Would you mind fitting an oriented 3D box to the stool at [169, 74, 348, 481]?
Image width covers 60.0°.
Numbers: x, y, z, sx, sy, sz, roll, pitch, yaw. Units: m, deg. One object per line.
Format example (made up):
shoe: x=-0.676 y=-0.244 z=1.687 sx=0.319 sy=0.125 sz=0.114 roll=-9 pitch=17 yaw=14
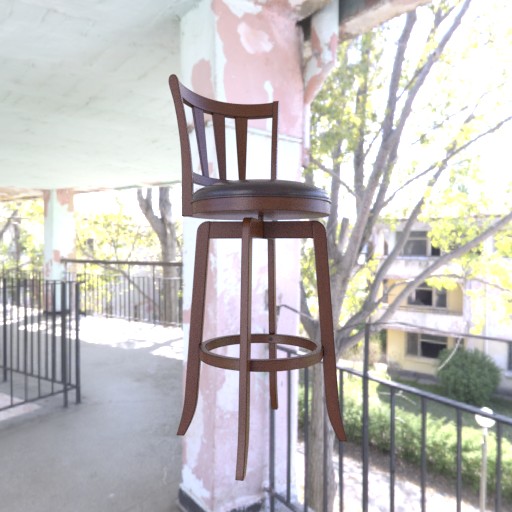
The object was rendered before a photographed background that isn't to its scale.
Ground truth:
stool: x=0.000 y=0.000 z=1.452 sx=0.464 sy=1.177 sz=0.503 roll=-1 pitch=1 yaw=-36
